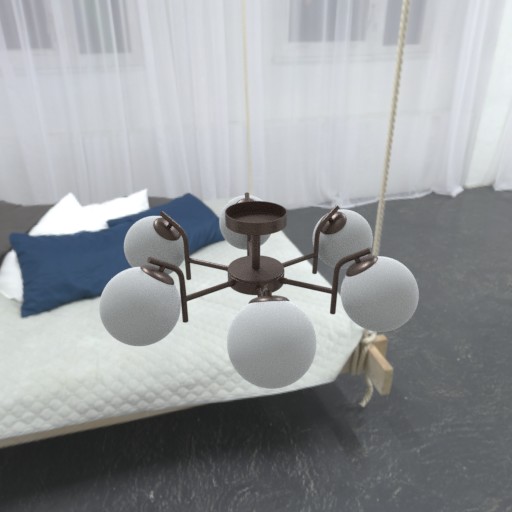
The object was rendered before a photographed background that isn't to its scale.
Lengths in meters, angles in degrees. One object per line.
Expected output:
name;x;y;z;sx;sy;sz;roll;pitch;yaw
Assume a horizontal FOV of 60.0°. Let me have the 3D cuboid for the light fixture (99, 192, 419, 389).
light fixture;0.000;0.000;0.935;0.662;0.201;0.662;0;26;0
